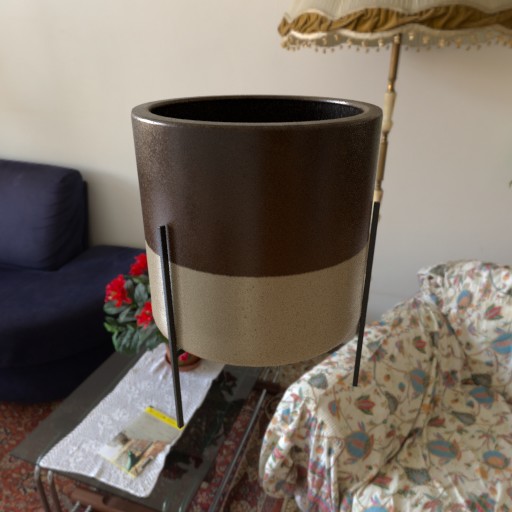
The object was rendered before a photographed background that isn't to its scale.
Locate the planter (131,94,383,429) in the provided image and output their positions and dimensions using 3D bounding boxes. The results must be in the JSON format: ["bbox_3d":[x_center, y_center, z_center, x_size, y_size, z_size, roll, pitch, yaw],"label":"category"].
[{"bbox_3d":[0.000,0.000,0.719,0.345,0.465,0.354,-8,26,-16],"label":"planter"}]
